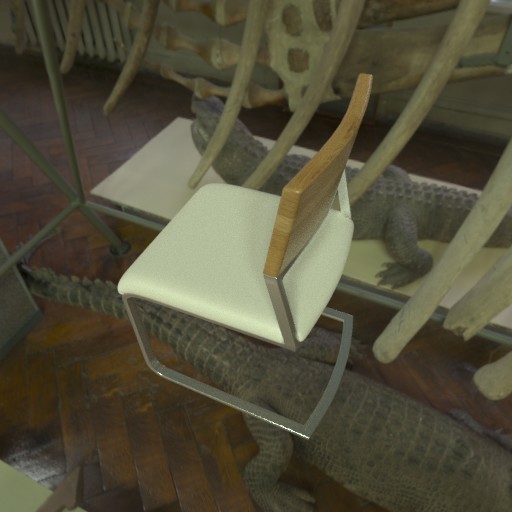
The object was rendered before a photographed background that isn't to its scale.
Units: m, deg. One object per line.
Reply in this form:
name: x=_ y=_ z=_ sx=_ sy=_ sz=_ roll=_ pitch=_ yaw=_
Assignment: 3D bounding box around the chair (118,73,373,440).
chair: x=0.000 y=0.000 z=1.167 sx=0.585 sy=0.844 sz=0.467 roll=18 pitch=48 yaw=17
